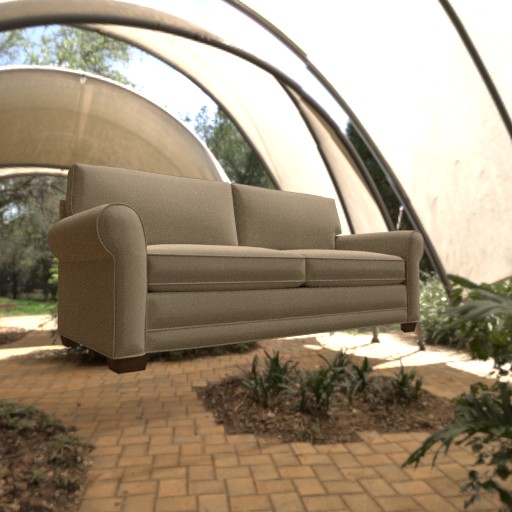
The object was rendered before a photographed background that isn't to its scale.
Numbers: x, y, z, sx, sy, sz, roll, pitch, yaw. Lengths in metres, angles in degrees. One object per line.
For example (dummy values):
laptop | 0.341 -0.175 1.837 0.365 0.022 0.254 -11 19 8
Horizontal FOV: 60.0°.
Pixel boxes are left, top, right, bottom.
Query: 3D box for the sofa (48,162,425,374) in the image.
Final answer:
sofa | 0.000 0.000 2.624 2.146 0.962 0.901 1 -2 -37
